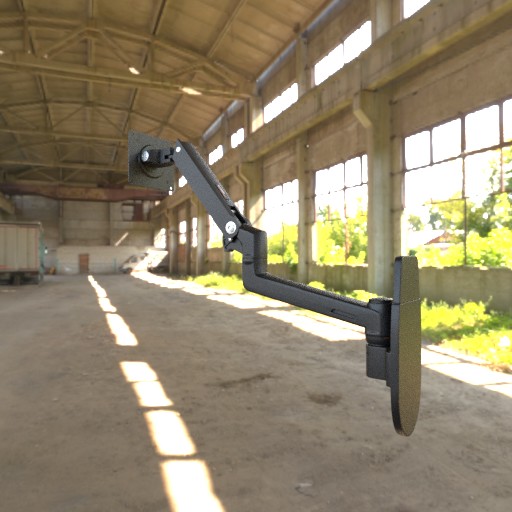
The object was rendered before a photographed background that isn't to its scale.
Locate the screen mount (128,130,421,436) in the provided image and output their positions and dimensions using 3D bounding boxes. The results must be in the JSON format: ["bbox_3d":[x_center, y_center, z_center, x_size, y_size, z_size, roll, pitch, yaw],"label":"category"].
[{"bbox_3d":[0.000,0.000,0.721,0.495,0.466,0.115,0,0,35],"label":"screen mount"}]
